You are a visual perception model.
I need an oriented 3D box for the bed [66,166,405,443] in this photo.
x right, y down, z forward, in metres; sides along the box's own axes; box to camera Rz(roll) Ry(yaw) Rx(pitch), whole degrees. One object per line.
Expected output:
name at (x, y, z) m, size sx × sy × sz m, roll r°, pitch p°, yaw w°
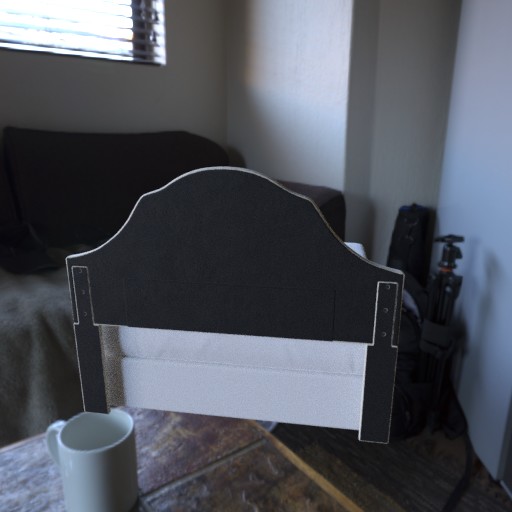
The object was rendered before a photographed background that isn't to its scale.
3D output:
bed at (0.000, 0.000, 3.617) m, size 2.008 × 1.615 × 2.214 m, roll 3°, pitch 16°, yaw 9°
